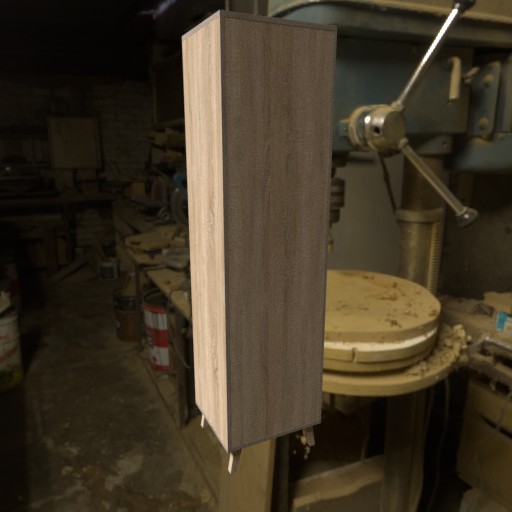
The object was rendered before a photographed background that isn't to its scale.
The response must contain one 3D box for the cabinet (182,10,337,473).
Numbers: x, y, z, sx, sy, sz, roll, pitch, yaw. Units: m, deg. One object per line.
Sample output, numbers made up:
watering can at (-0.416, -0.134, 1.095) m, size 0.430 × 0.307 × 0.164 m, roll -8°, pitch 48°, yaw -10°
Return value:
cabinet at (0.000, 0.000, 2.118) m, size 0.510 × 1.960 × 0.450 m, roll -7°, pitch 16°, yaw -25°
